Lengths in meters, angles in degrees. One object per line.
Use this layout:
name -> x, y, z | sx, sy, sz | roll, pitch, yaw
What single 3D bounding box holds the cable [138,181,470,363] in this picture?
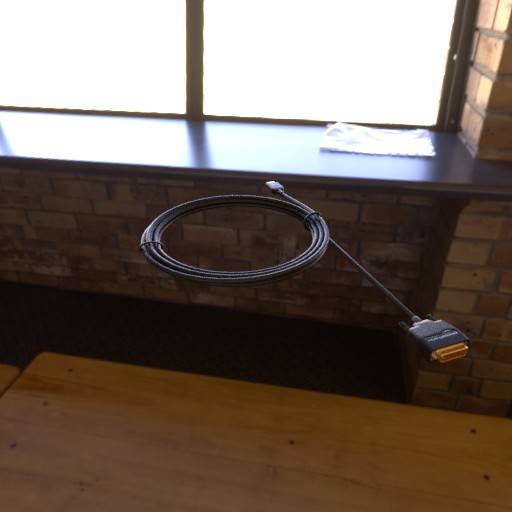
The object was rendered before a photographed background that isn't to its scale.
cable -> 0.000, 0.000, 0.523 | 0.257, 0.030, 0.422 | -11, 32, -18
